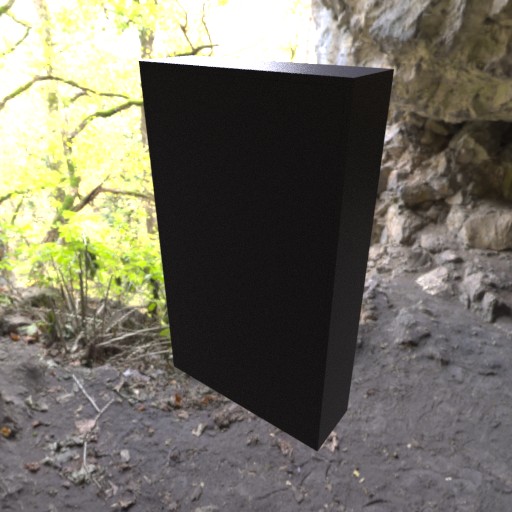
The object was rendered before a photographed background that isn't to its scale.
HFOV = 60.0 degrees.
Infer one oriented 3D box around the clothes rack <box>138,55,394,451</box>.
[{"bbox_3d":[0.000,0.000,1.605,0.750,1.280,0.250,20,34,32],"label":"clothes rack"}]
